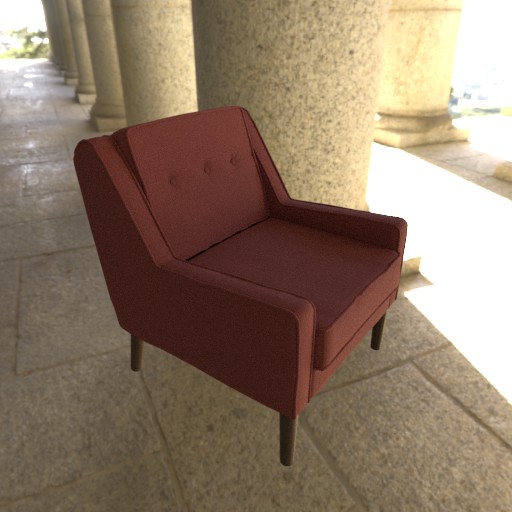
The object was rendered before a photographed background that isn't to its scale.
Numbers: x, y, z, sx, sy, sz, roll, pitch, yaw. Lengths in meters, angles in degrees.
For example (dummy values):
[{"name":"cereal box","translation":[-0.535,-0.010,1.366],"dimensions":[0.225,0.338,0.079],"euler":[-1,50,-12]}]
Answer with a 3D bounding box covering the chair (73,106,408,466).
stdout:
[{"name":"chair","translation":[0.000,0.000,1.387],"dimensions":[0.770,0.812,0.680],"euler":[19,33,32]}]
